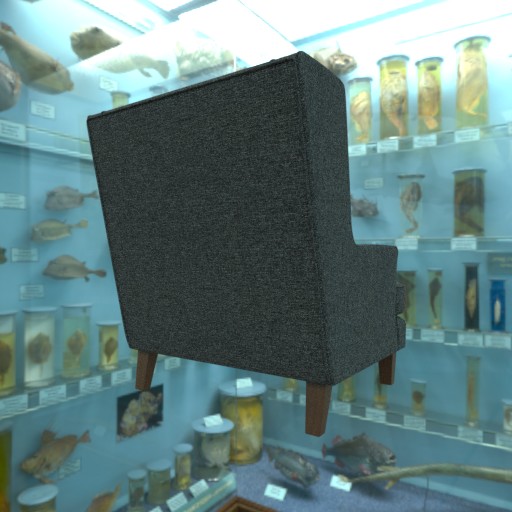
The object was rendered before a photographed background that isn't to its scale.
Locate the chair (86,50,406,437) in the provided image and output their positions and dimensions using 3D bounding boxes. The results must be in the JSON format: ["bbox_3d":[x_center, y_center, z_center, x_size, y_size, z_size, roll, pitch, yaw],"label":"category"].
[{"bbox_3d":[0.000,0.000,1.777,0.942,1.082,0.927,0,0,35],"label":"chair"}]
